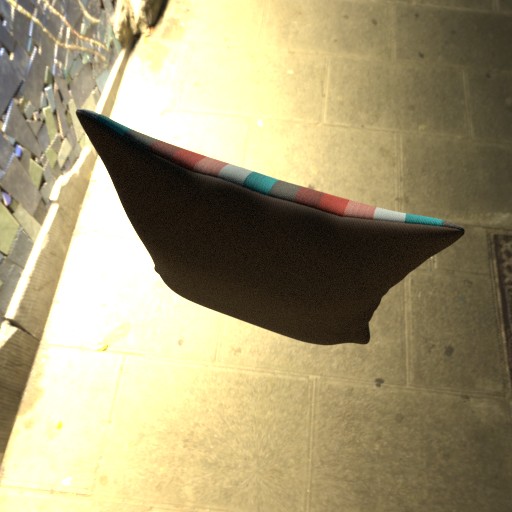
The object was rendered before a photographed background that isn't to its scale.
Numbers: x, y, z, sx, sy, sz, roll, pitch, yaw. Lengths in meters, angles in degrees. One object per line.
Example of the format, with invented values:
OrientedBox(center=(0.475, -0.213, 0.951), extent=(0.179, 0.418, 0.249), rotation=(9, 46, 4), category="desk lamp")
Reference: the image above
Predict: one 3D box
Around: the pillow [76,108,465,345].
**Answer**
OrientedBox(center=(0.000, 0.000, 0.680), extent=(0.453, 0.443, 0.168), rotation=(19, 66, 9), category="pillow")
